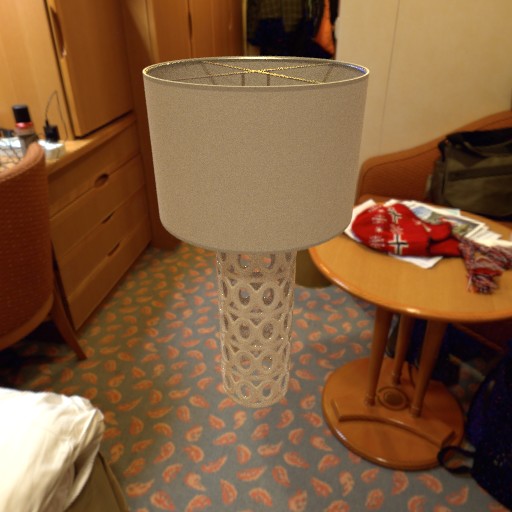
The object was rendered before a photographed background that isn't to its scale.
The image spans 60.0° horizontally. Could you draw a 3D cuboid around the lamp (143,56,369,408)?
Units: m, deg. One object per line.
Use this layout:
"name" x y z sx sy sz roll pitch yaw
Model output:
"lamp" 0.000 0.000 0.809 0.325 0.636 0.324 -20 36 -31
